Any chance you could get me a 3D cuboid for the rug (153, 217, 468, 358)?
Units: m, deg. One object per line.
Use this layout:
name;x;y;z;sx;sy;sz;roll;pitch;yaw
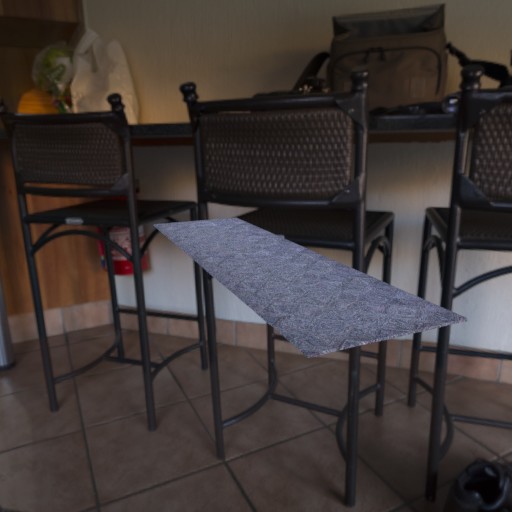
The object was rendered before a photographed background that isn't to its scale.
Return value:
rug;0.000;0.000;2.508;0.691;0.011;2.296;-7;17;-24
